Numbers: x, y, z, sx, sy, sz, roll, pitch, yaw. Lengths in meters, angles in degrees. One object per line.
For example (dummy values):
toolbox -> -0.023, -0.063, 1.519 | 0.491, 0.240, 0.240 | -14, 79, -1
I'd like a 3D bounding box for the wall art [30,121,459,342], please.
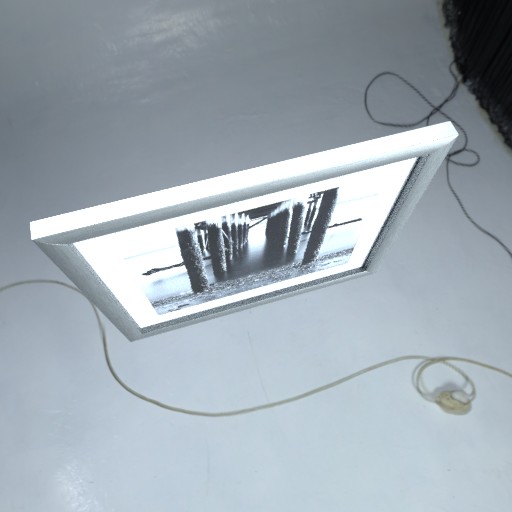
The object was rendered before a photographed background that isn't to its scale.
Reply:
wall art -> 0.000, 0.000, 0.764 | 0.556, 0.457, 0.028 | -15, 65, -7
